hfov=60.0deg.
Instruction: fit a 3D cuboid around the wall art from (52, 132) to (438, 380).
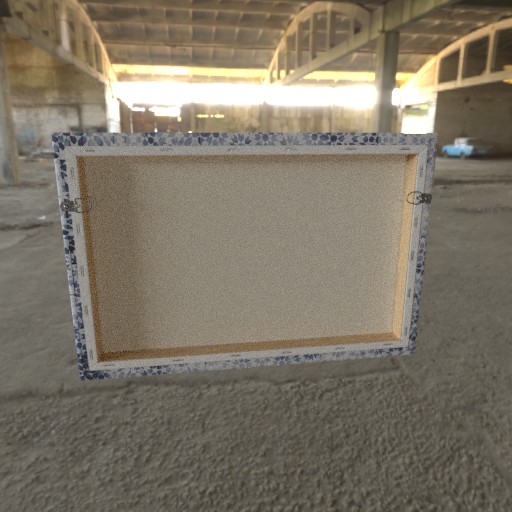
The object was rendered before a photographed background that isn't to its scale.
[{"bbox_3d":[0.000,0.000,1.135,0.911,0.608,0.057,-2,15,-9],"label":"wall art"}]
